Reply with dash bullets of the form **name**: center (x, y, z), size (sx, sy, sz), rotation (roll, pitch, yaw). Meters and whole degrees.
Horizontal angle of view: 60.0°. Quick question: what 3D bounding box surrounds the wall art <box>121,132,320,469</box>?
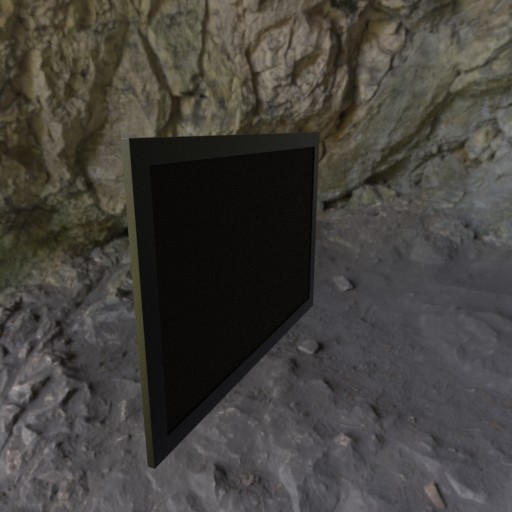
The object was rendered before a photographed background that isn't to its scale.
- **wall art**: center (0.000, 0.000, 0.843), size (0.013, 0.447, 0.660), rotation (8, 18, 25)
